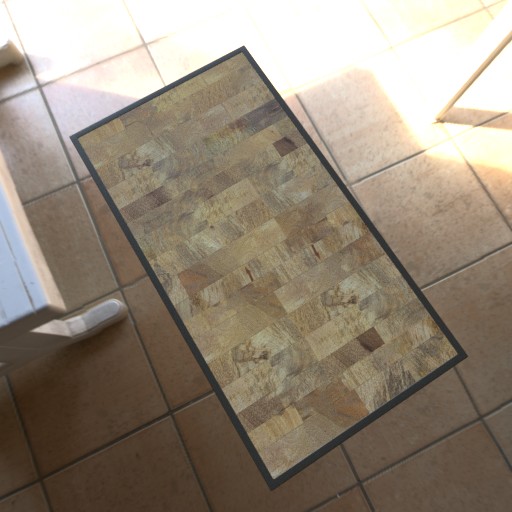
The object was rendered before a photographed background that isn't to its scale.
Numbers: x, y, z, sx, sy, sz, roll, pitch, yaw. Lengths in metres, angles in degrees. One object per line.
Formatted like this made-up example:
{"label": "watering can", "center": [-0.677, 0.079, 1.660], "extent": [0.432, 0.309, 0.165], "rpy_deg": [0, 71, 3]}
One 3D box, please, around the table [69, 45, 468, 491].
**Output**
{"label": "table", "center": [0.000, 0.000, 1.508], "extent": [0.649, 0.398, 1.199], "rpy_deg": [-31, 78, -8]}
